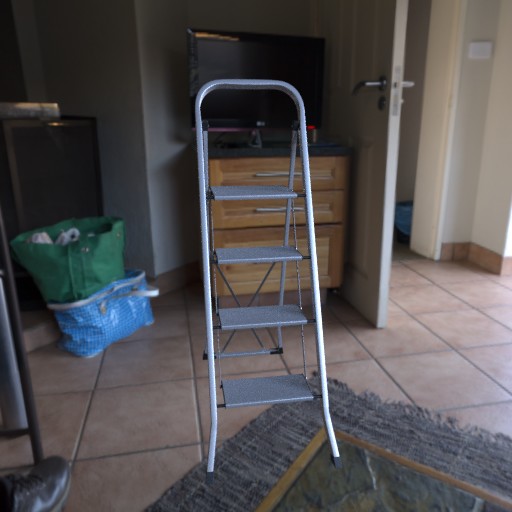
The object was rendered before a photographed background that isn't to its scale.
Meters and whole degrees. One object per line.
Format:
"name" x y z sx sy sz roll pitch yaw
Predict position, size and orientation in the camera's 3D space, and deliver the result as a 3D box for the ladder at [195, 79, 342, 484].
"ladder" 0.000 0.000 1.690 0.465 1.290 0.830 -3 16 -9
